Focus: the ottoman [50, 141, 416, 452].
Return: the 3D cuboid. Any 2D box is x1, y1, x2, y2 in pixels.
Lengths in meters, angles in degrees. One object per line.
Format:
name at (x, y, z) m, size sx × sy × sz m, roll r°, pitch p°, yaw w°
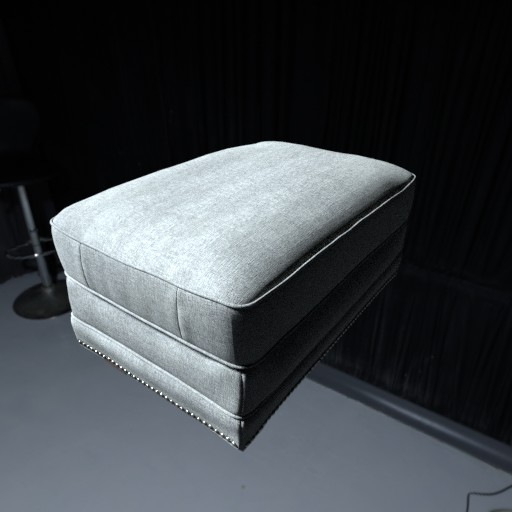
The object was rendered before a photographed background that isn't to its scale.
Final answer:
ottoman at (0.000, 0.000, 1.164) m, size 0.561 × 0.457 × 0.813 m, roll 20°, pitch 36°, yaw 31°
